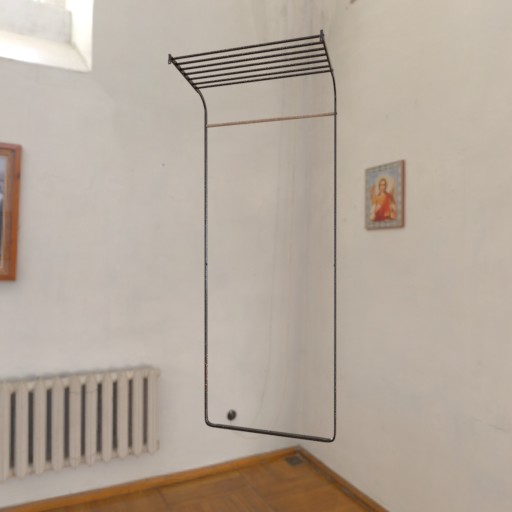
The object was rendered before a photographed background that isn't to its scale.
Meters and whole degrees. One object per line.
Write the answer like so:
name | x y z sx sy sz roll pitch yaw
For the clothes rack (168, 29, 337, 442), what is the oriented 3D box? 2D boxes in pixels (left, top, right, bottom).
clothes rack | 0.000 0.000 1.801 0.609 1.574 0.349 0 0 18
